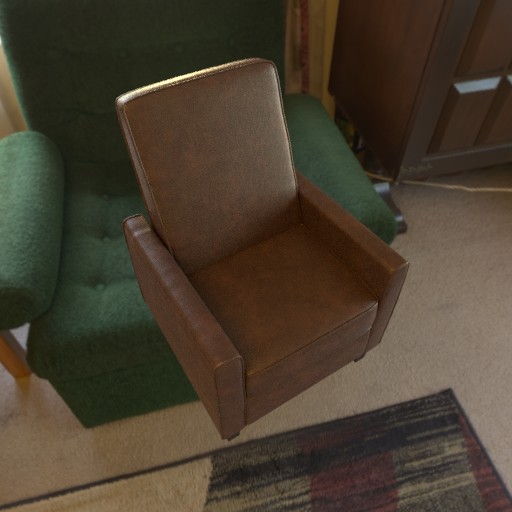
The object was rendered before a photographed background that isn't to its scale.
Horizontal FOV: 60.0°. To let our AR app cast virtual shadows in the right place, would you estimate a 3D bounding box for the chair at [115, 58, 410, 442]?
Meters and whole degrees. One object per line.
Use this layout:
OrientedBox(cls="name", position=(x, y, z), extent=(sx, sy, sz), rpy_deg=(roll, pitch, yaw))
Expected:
OrientedBox(cls="chair", position=(0.000, 0.000, 1.514), extent=(0.705, 1.013, 0.746), rpy_deg=(-25, 53, -21))
